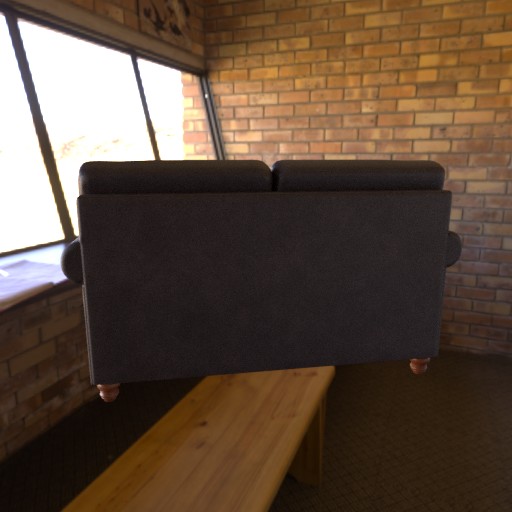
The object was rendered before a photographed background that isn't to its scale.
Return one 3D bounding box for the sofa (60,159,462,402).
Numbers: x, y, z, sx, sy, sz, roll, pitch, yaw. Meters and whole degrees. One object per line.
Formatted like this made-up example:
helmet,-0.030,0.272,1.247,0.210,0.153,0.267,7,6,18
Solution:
sofa,0.000,0.000,2.296,1.663,0.979,1.030,-2,13,-10
